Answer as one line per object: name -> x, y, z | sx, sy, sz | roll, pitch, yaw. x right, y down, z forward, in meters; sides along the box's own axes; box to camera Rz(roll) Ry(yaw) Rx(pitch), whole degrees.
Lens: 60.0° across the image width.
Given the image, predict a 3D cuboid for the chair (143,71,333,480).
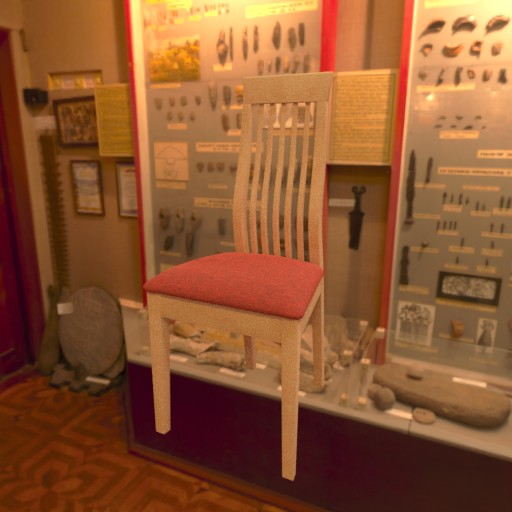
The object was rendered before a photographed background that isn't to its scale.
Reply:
chair -> 0.000, 0.000, 1.287 | 0.460, 1.027, 0.474 | 7, 17, 26
